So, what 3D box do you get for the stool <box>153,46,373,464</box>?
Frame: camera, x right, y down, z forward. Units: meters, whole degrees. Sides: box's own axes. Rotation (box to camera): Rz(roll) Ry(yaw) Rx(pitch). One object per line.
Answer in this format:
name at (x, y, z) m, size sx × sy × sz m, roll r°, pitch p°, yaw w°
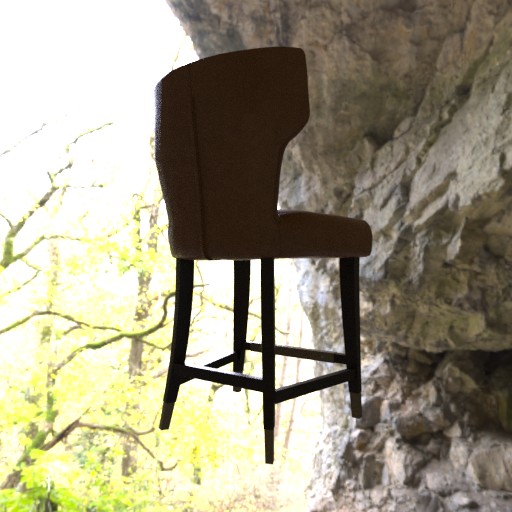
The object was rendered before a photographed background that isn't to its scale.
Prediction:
stool at (0.000, 0.000, 1.316) m, size 0.526 × 0.982 × 0.563 m, roll 0°, pitch -1°, yaw 35°
